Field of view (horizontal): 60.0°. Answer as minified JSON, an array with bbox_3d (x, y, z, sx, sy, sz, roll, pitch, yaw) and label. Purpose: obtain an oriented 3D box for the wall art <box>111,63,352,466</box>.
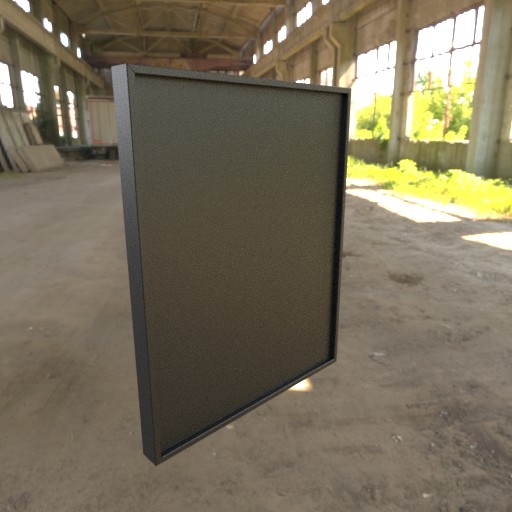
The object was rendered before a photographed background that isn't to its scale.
[{"bbox_3d":[0.000,0.000,0.747,0.449,0.555,0.039,-15,21,-42],"label":"wall art"}]
